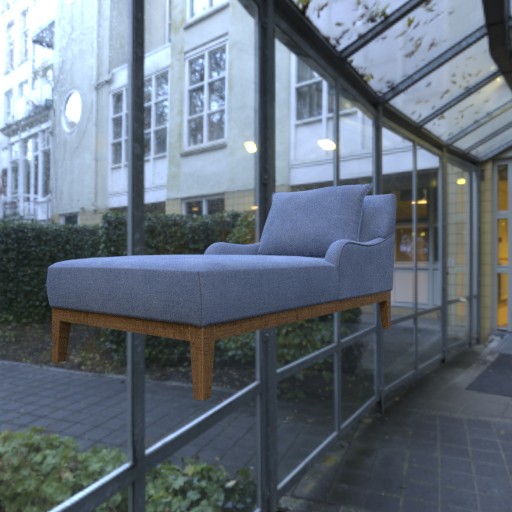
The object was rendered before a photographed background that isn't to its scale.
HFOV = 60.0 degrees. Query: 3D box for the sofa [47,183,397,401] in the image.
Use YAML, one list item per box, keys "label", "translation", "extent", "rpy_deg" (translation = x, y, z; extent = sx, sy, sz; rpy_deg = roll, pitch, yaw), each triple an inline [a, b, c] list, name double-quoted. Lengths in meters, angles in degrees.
- label: "sofa"
  translation: [0.000, 0.000, 2.296]
  extent: [0.904, 0.883, 1.779]
  rpy_deg: [0, 0, 36]
